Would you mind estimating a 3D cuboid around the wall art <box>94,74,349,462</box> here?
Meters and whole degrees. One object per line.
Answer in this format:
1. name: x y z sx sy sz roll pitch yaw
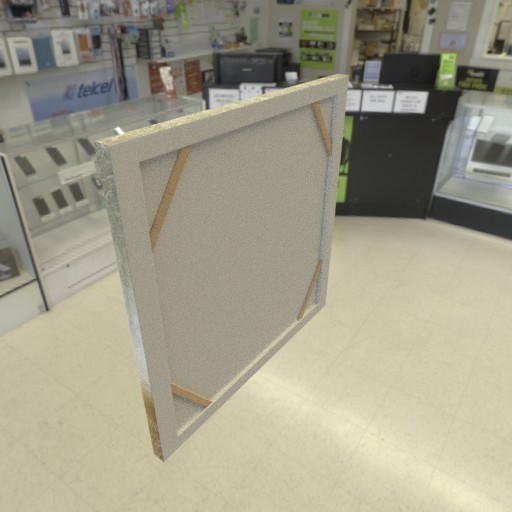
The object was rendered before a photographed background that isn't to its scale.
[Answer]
1. wall art: 0.000 0.000 1.602 0.051 1.091 1.092 22 37 31
